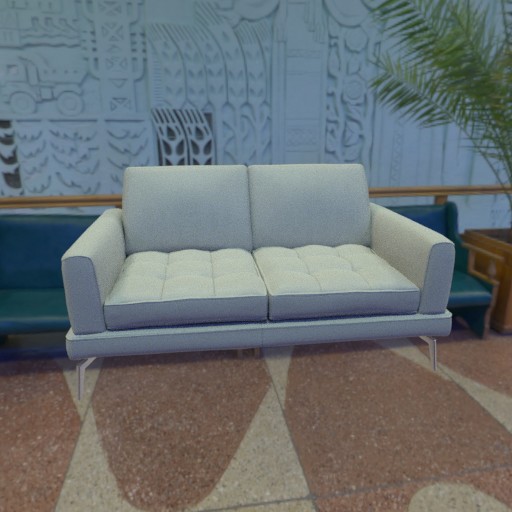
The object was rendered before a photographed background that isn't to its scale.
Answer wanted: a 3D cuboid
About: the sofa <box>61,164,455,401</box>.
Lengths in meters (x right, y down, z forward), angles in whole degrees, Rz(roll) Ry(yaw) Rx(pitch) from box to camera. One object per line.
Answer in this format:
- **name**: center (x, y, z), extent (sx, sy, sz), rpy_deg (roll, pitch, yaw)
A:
- **sofa**: center (0.000, 0.000, 2.463), extent (1.819, 0.930, 1.121), rpy_deg (-2, 18, -7)
